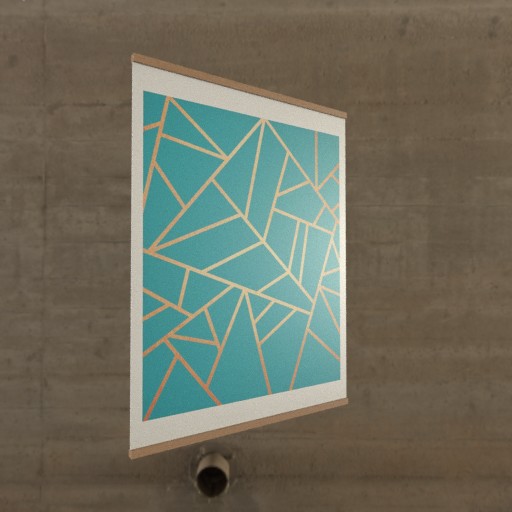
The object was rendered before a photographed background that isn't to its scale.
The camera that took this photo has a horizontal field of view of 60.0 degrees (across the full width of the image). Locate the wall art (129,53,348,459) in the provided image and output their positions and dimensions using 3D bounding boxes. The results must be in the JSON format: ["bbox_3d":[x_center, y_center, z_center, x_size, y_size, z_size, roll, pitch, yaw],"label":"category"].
[{"bbox_3d":[0.000,0.000,0.799,0.459,0.608,0.012,1,-2,-35],"label":"wall art"}]
